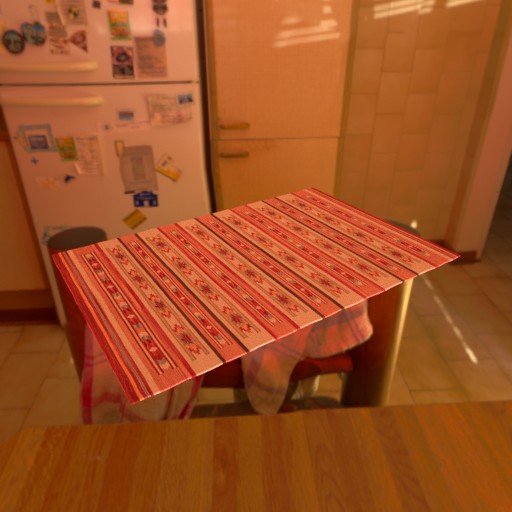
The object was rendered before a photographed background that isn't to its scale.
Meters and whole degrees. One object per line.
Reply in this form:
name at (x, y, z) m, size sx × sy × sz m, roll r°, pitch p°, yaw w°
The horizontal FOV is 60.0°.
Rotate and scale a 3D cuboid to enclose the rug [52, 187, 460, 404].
rug at (0.000, 0.000, 2.365) m, size 1.817 × 0.008 × 1.223 m, roll -18°, pitch 34°, yaw -29°
